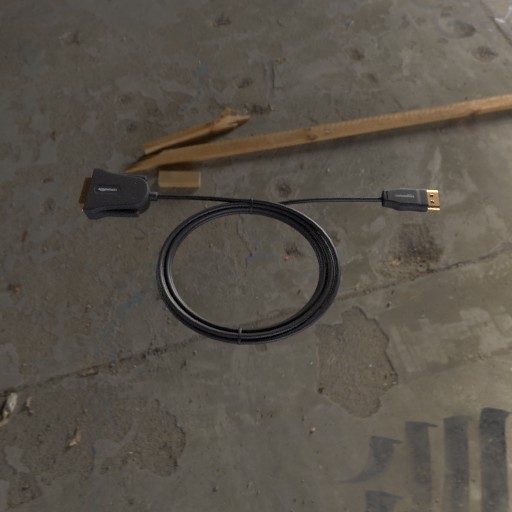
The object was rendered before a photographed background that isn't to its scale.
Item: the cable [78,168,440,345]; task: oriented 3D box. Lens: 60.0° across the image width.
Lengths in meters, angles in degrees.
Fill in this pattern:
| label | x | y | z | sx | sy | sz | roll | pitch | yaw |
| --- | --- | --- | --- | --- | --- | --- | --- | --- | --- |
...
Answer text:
| label | x | y | z | sx | sy | sz | roll | pitch | yaw |
| --- | --- | --- | --- | --- | --- | --- | --- | --- | --- |
| cable | 0.000 | 0.000 | 0.329 | 0.281 | 0.015 | 0.136 | 3 | 64 | 2 |
